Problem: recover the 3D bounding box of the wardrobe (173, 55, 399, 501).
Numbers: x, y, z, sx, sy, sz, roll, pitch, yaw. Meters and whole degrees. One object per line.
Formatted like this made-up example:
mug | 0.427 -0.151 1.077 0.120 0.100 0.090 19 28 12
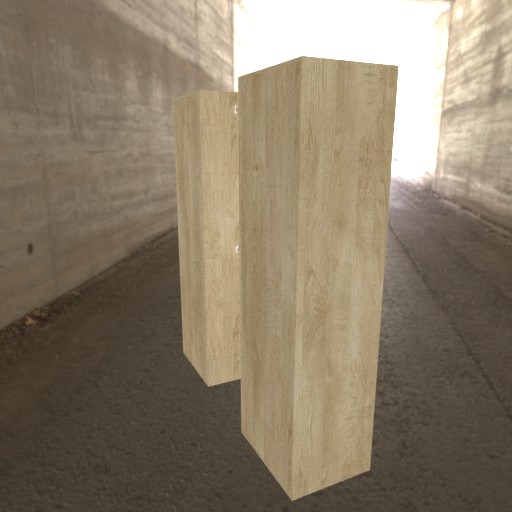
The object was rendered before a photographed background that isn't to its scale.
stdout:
wardrobe | 0.000 0.000 2.782 0.480 2.000 1.770 -7 15 -25
